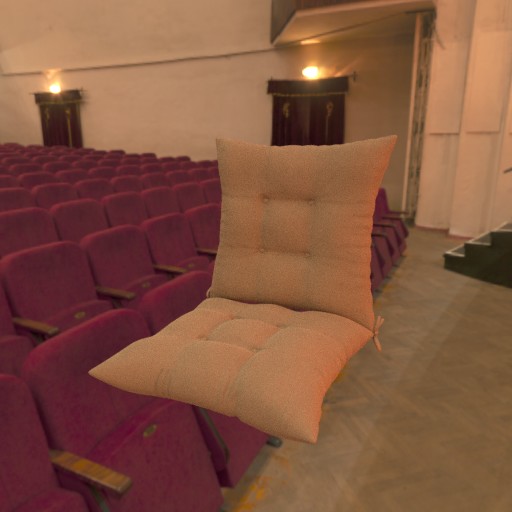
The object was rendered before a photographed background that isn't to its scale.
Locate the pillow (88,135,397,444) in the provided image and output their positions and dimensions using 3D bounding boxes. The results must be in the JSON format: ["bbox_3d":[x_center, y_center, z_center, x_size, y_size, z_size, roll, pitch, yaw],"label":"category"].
[{"bbox_3d":[0.000,0.000,1.015,0.541,0.536,0.585,7,16,26],"label":"pillow"}]
